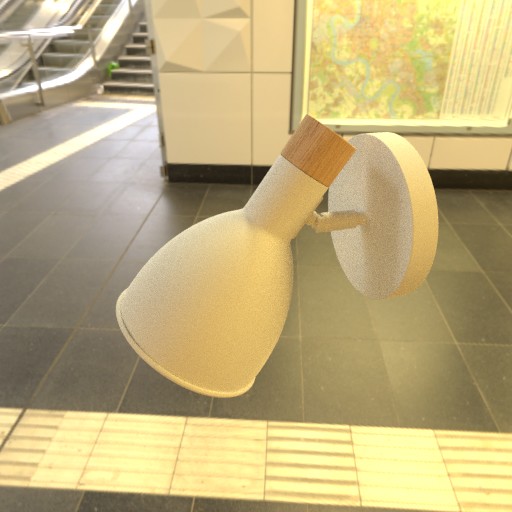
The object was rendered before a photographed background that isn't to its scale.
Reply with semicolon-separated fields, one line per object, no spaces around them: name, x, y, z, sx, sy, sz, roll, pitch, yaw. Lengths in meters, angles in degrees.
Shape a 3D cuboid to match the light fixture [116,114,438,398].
light fixture;0.000;0.000;0.328;0.209;0.199;0.127;-8;31;-14
